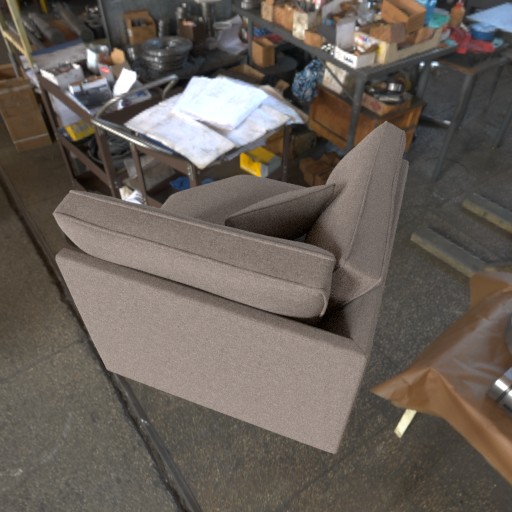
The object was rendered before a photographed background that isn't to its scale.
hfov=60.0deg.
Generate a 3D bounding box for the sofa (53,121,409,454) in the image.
[{"bbox_3d":[0.000,0.000,1.865,1.042,0.951,1.050,15,47,14],"label":"sofa"}]
